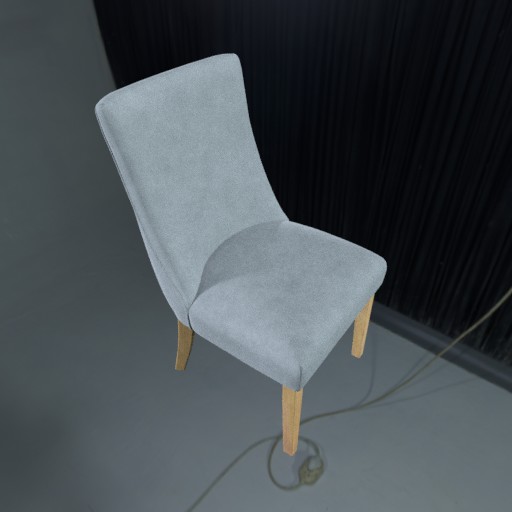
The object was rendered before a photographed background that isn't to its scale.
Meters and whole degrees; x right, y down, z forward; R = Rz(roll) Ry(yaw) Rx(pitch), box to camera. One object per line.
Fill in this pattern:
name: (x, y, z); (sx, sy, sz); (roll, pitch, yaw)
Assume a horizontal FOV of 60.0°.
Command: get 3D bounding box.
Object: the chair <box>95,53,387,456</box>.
chair: (0.000, 0.000, 1.243); (0.610, 0.902, 0.495); (25, 46, 27)
